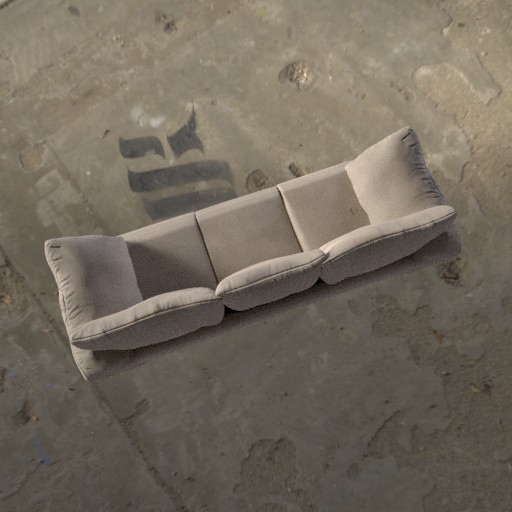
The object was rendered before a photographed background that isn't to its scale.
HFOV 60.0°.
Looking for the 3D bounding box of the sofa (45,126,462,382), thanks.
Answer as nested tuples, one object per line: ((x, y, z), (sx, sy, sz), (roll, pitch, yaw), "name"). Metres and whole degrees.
((0.000, 0.000, 2.827), (2.334, 0.996, 0.878), (-18, 77, -4), "sofa")
